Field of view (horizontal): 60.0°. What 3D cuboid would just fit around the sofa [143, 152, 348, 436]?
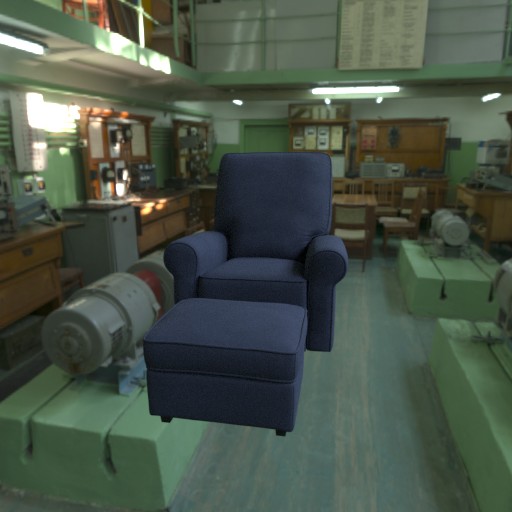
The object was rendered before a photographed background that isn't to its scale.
[{"bbox_3d":[0.000,0.000,2.156,0.880,0.959,1.478,3,15,10],"label":"sofa"}]
